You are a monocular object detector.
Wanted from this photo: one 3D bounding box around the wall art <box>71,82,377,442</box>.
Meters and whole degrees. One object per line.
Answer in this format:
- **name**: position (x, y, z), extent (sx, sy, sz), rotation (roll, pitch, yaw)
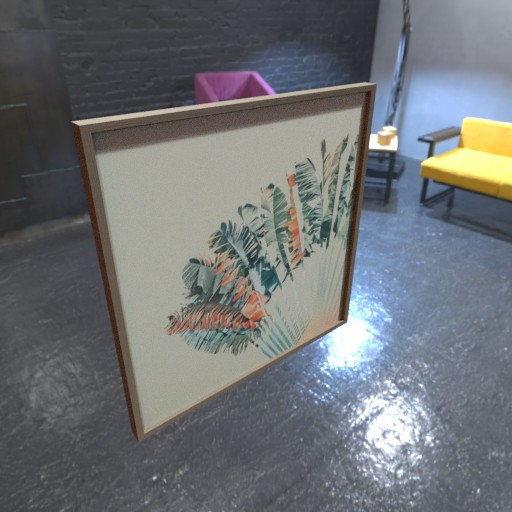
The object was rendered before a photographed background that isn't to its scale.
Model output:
- **wall art**: position (0.000, 0.000, 1.120), extent (0.761, 0.758, 0.038), rotation (-21, 35, -33)
